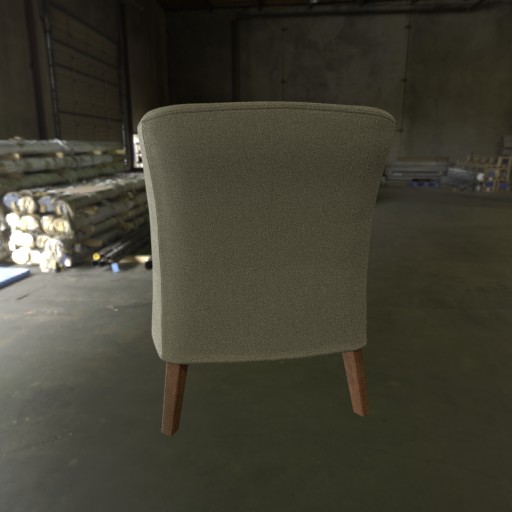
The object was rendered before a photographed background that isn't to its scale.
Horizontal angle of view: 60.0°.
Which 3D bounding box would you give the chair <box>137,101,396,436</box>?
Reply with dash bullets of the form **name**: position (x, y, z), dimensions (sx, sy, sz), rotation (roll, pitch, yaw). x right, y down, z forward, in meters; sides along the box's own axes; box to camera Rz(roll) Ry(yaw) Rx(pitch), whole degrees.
- **chair**: position (0.000, 0.000, 1.249), dimensions (0.600, 0.771, 0.668), rotation (-2, 14, -9)
